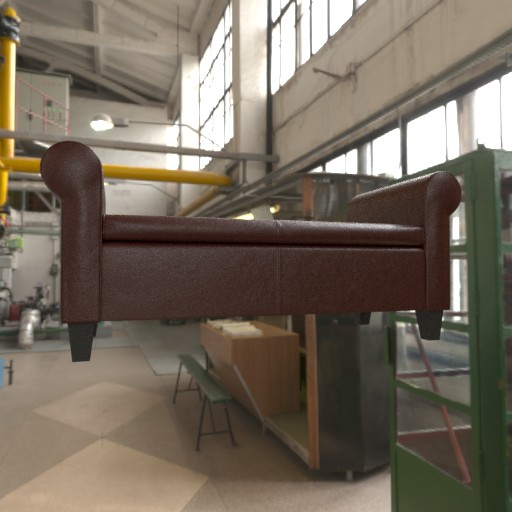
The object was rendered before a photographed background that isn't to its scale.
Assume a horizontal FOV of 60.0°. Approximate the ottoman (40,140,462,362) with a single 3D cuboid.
[{"bbox_3d":[0.000,0.000,1.490,1.256,0.547,0.521,1,-2,-18],"label":"ottoman"}]
